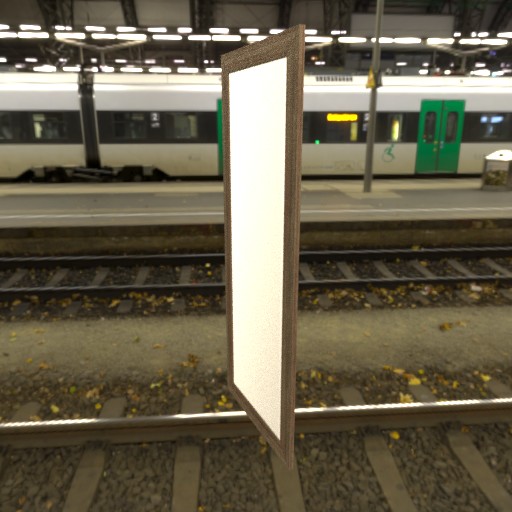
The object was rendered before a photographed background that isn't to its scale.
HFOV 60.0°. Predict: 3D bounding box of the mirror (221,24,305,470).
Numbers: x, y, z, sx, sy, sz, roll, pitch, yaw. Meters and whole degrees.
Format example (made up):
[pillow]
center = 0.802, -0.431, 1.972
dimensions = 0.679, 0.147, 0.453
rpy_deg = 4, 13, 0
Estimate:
[mirror]
center = 0.000, 0.000, 2.310
dimensions = 0.025, 2.032, 0.812
rpy_deg = -7, 17, -25
